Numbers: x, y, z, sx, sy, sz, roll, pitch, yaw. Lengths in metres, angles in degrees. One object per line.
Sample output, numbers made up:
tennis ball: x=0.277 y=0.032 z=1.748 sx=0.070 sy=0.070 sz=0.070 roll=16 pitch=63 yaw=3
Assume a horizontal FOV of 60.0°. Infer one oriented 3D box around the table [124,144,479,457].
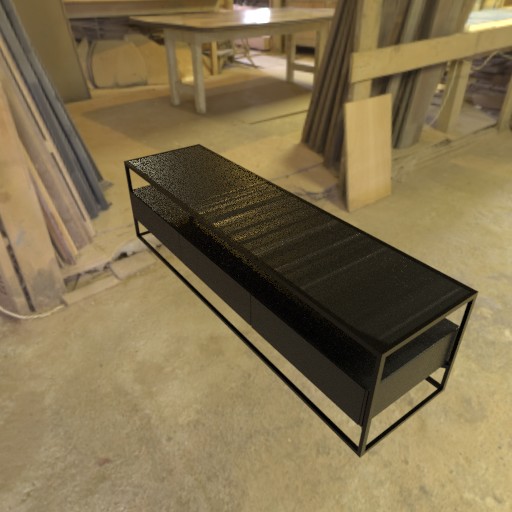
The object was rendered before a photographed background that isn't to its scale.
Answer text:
table: x=0.000 y=0.000 z=1.707 sx=0.399 sy=0.395 sz=1.486 roll=-22 pitch=39 yaw=-30
